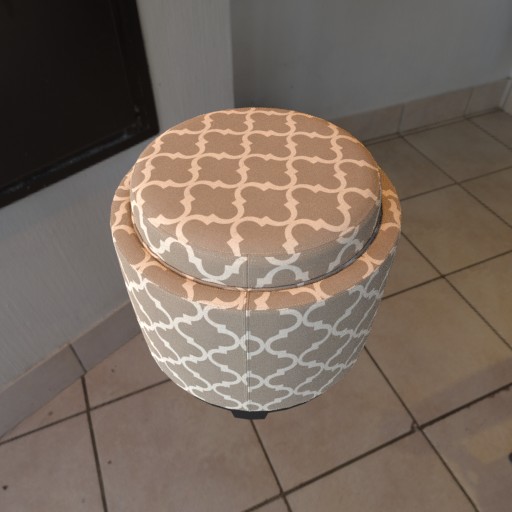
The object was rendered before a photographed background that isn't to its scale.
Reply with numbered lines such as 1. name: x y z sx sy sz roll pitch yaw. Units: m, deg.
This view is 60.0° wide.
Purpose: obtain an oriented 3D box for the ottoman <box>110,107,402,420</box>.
1. ottoman: 0.000 0.000 0.836 0.480 0.429 0.480 0 46 0
